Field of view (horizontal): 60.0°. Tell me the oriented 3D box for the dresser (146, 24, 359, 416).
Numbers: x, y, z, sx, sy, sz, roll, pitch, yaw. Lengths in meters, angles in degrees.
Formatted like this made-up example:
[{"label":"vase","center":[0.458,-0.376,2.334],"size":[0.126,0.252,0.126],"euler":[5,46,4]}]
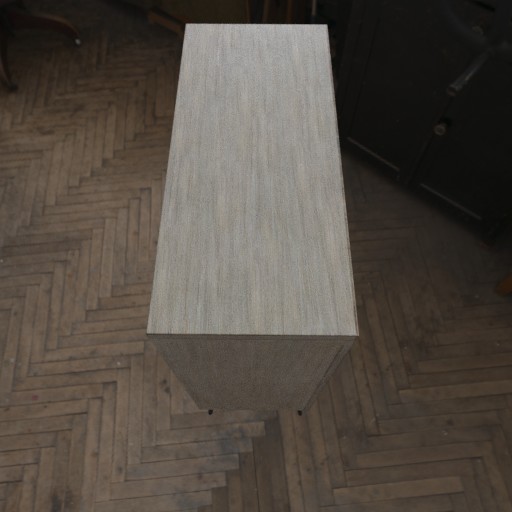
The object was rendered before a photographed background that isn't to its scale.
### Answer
[{"label":"dresser","center":[0.000,0.000,1.703],"size":[0.457,1.219,1.016],"euler":[0,62,0]}]
